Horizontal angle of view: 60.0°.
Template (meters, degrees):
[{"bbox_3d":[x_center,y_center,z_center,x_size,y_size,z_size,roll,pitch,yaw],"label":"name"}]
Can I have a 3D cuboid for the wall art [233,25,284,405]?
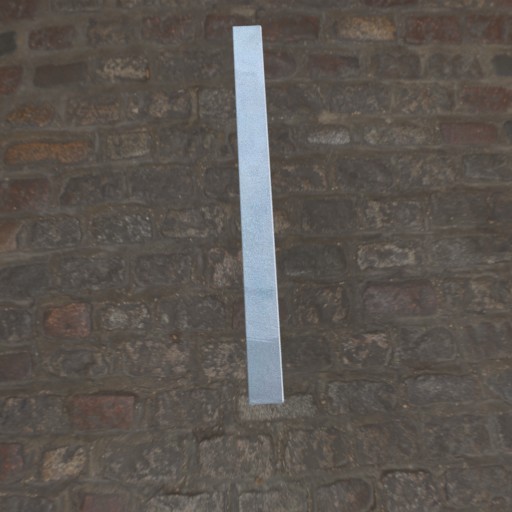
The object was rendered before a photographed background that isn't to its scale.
[{"bbox_3d":[0.000,0.000,0.803,0.037,0.613,0.455,-3,77,-1],"label":"wall art"}]
